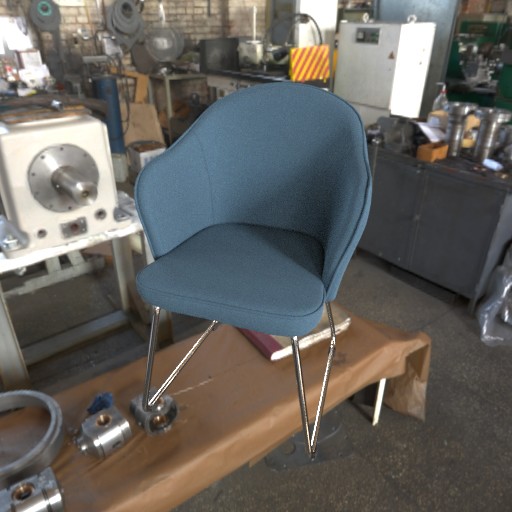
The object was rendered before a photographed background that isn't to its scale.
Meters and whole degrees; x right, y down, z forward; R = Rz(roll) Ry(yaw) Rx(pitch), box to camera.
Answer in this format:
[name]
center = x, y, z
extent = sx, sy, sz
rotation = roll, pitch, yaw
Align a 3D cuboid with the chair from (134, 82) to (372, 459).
[chair]
center = 0.000, 0.000, 1.200
extent = 0.570, 0.815, 0.585
rotation = 9, 30, 16
